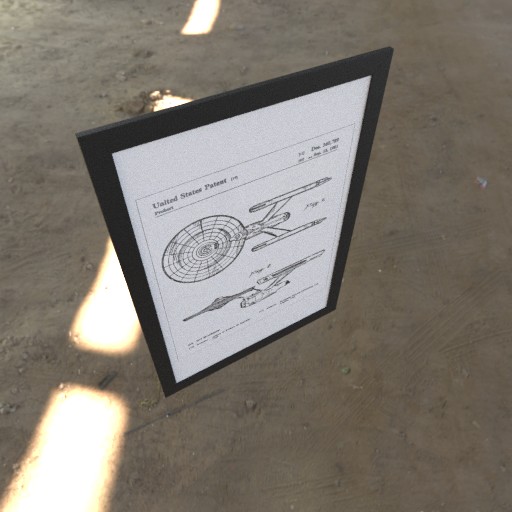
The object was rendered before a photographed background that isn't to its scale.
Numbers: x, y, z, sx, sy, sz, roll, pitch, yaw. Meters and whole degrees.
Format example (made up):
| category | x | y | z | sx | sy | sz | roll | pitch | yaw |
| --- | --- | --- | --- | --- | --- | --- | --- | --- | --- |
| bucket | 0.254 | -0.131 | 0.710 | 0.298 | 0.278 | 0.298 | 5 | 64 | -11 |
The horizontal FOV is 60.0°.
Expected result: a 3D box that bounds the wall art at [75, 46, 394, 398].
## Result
| category | x | y | z | sx | sy | sz | roll | pitch | yaw |
| --- | --- | --- | --- | --- | --- | --- | --- | --- | --- |
| wall art | 0.000 | 0.000 | 0.662 | 0.379 | 0.530 | 0.008 | -23 | 52 | -20 |
